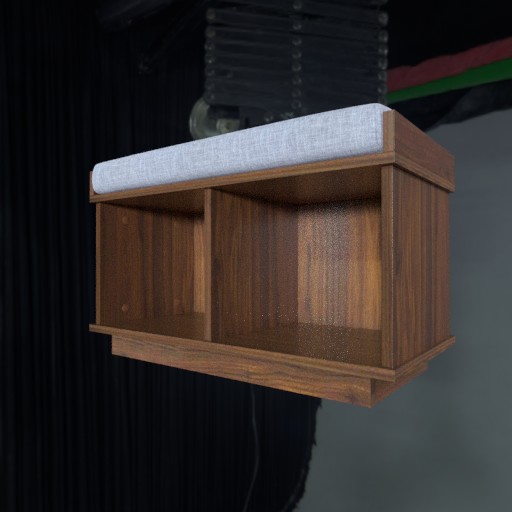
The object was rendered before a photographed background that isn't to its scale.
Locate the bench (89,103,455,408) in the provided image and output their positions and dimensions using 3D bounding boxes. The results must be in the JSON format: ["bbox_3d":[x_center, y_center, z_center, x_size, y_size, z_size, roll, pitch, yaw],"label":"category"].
[{"bbox_3d":[0.000,0.000,0.972,0.734,0.461,0.362,0,-1,37],"label":"bench"}]
